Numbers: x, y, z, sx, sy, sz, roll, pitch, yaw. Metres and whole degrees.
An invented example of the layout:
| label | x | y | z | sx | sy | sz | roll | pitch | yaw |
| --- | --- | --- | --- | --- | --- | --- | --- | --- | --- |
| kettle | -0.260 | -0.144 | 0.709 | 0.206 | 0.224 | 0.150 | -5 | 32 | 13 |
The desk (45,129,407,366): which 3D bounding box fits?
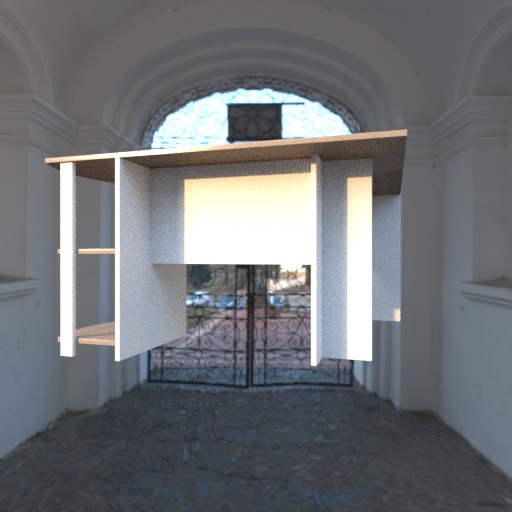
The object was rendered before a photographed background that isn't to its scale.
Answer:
| label | x | y | z | sx | sy | sz | roll | pitch | yaw |
| --- | --- | --- | --- | --- | --- | --- | --- | --- | --- |
| desk | 0.000 | 0.000 | 2.078 | 1.303 | 0.716 | 1.361 | 0 | 0 | 17 |
